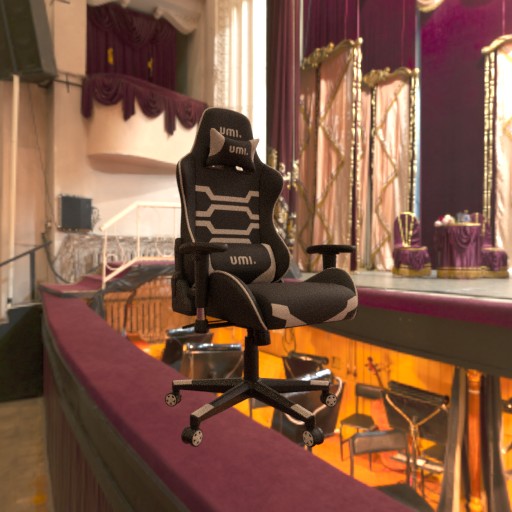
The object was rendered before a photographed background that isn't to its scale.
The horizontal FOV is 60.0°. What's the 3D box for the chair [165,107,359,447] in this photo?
[{"bbox_3d":[0.000,0.000,1.706,0.700,1.240,0.700,0,0,-36],"label":"chair"}]
